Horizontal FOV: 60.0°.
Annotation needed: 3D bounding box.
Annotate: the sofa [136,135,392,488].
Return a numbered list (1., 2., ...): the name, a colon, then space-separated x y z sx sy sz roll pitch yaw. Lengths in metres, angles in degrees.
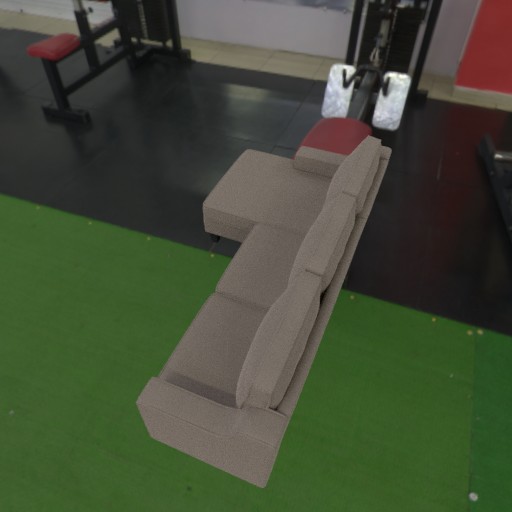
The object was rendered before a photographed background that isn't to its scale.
1. sofa: 0.000 0.000 3.100 1.294 0.928 2.561 17 49 16
